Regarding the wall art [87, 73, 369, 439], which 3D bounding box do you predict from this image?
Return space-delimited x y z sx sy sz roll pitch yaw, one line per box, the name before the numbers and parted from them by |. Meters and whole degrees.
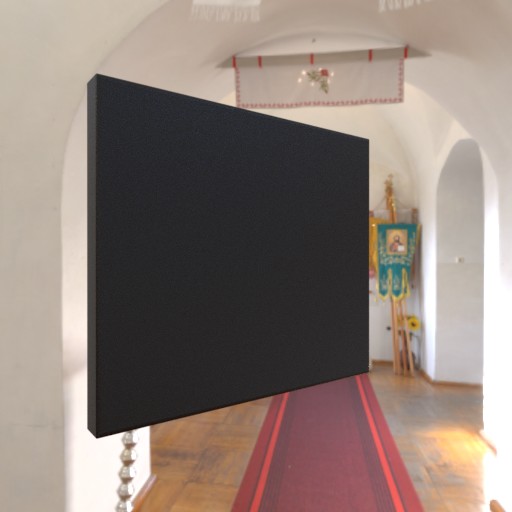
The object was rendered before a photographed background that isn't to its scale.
wall art | 0.000 0.000 0.524 0.380 0.330 0.028 0 0 -37
